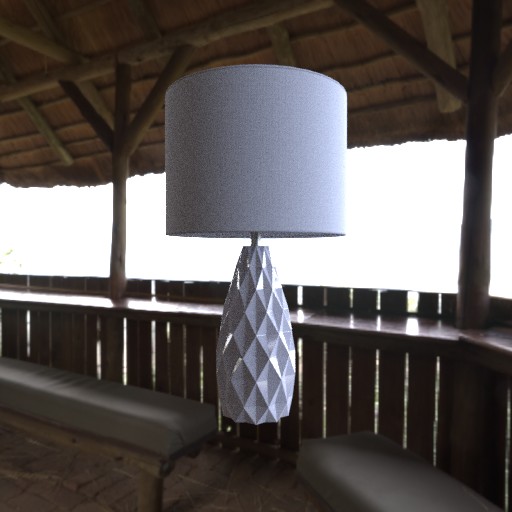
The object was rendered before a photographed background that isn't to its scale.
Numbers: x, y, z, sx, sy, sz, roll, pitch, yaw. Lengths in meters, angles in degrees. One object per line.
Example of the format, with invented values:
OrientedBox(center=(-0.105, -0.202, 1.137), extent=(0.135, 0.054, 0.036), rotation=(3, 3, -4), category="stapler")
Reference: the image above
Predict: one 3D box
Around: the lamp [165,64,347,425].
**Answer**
OrientedBox(center=(0.000, 0.000, 0.741), extent=(0.297, 0.522, 0.297), rotation=(0, 0, 0), category="lamp")
